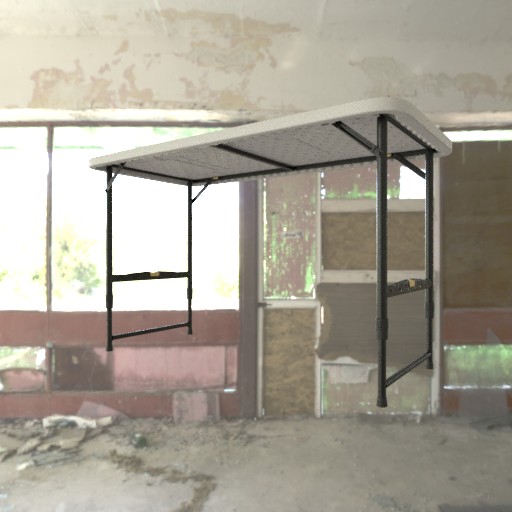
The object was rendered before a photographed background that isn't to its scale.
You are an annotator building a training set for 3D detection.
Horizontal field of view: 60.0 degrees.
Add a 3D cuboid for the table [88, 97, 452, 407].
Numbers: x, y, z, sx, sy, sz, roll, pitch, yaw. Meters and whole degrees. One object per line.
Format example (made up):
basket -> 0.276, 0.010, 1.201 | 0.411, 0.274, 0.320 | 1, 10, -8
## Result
table -> 0.000, 0.000, 1.586 | 1.219, 0.737, 0.610 | 0, 0, 35
